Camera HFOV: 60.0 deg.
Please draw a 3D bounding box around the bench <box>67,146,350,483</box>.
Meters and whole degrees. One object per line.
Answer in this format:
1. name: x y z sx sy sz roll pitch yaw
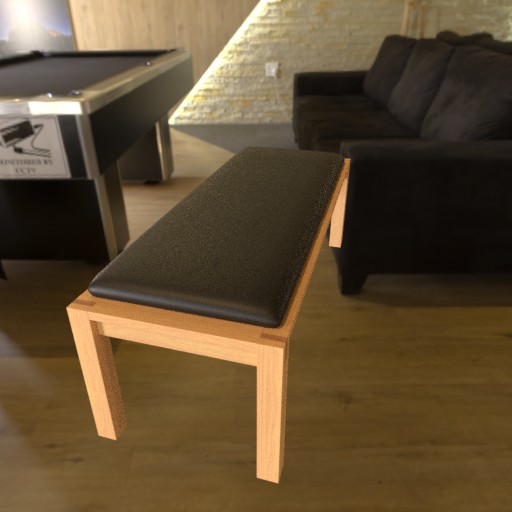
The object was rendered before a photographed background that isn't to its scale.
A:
1. bench: 0.000 0.000 1.425 0.450 0.430 1.202 8 30 14
